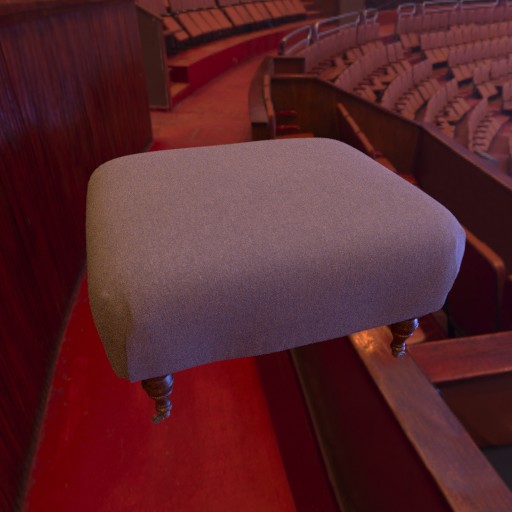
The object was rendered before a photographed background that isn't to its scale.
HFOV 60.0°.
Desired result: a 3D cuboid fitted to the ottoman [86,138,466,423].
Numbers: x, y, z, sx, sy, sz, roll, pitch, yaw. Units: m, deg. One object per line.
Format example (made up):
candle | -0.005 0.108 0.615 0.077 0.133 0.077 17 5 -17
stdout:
ottoman | 0.000 0.000 1.086 0.747 0.450 0.622 -10 33 -15
